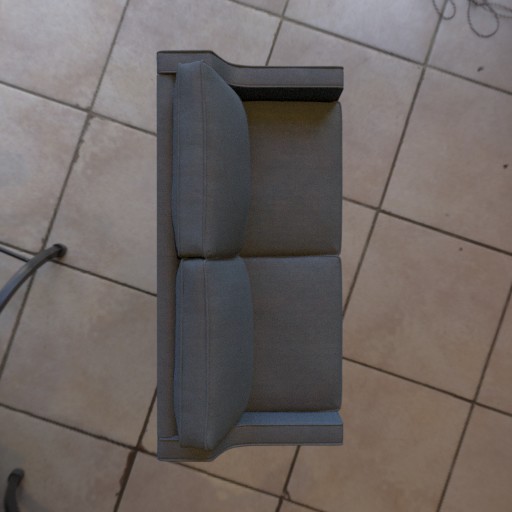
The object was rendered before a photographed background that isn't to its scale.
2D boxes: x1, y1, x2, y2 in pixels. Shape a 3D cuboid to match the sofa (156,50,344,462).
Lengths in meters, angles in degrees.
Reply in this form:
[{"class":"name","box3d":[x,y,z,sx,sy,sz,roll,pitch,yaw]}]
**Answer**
[{"class":"sofa","box3d":[0.000,0.000,2.703,1.066,1.071,2.178,0,90,0]}]
